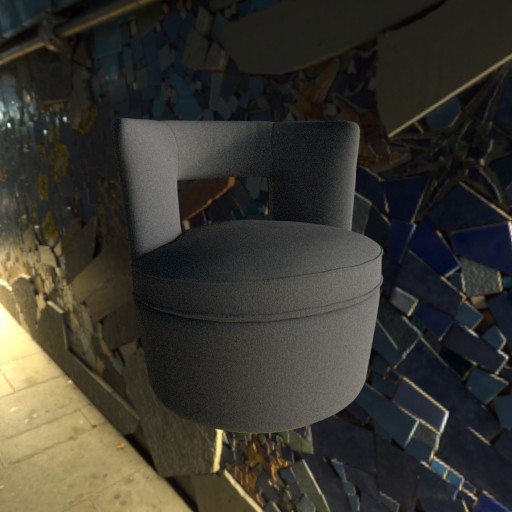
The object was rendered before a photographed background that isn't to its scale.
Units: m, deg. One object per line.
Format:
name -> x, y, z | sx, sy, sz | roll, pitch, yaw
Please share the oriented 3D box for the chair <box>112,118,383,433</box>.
chair -> 0.000, 0.000, 1.215 | 0.689, 0.719, 0.660 | -8, 18, -25
